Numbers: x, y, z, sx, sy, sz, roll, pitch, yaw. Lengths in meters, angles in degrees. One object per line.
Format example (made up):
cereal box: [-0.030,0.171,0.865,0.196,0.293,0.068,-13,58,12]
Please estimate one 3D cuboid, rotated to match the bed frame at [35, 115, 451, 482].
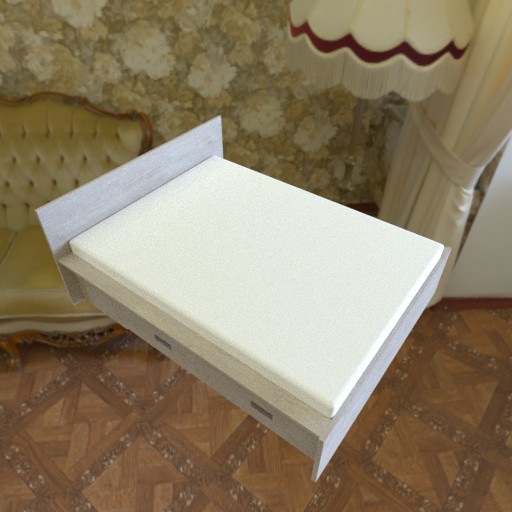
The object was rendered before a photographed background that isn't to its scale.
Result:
bed frame: [0.000,0.000,2.850,1.960,0.800,1.622,27,48,27]
